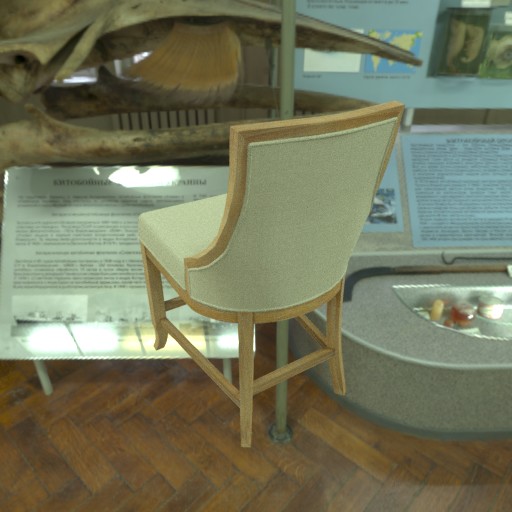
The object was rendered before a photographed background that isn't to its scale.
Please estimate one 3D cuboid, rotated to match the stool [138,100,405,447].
[{"bbox_3d":[0.000,0.000,1.333,0.524,0.938,0.626,-18,35,-28],"label":"stool"}]
